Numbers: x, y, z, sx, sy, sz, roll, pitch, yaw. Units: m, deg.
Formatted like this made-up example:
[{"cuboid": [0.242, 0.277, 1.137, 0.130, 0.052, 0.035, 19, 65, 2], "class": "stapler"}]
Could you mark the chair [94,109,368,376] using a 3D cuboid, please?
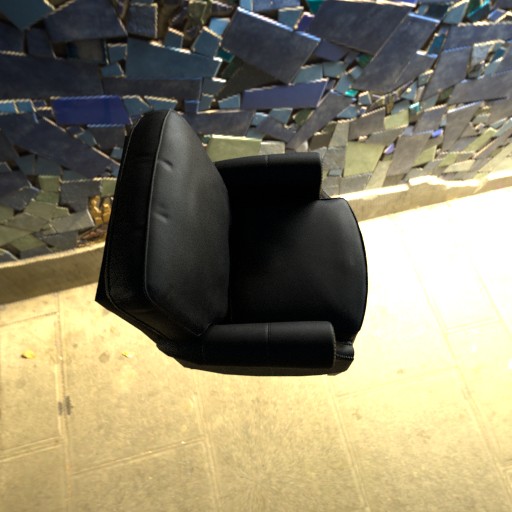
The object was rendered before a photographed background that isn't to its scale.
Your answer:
[{"cuboid": [0.000, 0.000, 1.806, 0.986, 1.018, 0.936, 1, 63, 0], "class": "chair"}]
